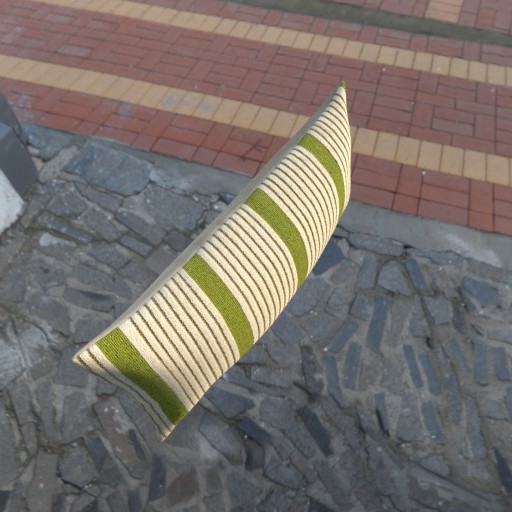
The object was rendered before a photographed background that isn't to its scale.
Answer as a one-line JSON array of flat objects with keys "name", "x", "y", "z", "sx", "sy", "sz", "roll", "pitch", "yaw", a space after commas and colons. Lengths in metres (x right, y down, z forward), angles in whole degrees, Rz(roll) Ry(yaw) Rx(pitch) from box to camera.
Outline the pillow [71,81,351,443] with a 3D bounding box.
[{"name": "pillow", "x": 0.000, "y": 0.000, "z": 0.728, "sx": 0.156, "sy": 0.292, "sz": 0.608, "roll": 31, "pitch": 62, "yaw": 18}]
